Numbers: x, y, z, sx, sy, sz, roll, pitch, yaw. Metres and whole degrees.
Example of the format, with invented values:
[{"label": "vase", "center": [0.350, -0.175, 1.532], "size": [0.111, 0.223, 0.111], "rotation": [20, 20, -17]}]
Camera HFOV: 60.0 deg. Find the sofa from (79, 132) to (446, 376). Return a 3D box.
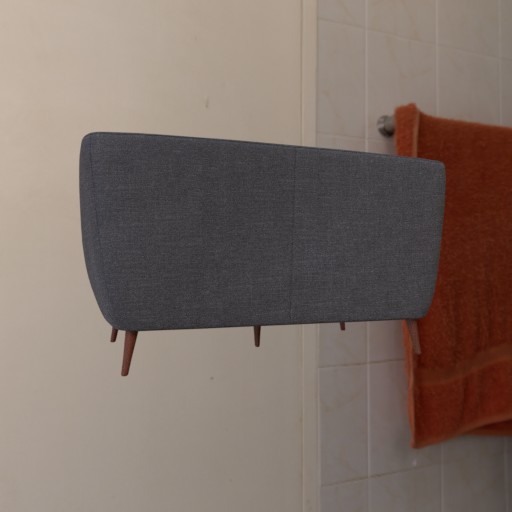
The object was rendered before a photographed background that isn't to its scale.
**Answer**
[{"label": "sofa", "center": [0.000, 0.000, 2.186], "size": [1.646, 0.887, 0.976], "rotation": [0, -1, -18]}]
